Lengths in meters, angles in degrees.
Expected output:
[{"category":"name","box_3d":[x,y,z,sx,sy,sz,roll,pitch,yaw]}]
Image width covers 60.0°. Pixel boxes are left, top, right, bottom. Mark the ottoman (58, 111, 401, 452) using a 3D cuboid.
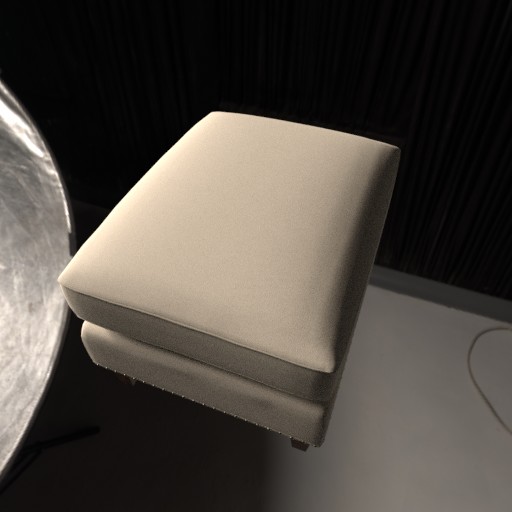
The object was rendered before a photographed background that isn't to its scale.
[{"category":"ottoman","box_3d":[0.000,0.000,1.157,0.584,0.513,0.741,15,48,14]}]
